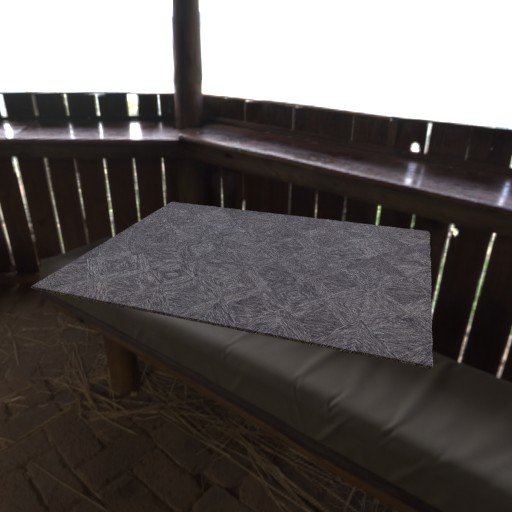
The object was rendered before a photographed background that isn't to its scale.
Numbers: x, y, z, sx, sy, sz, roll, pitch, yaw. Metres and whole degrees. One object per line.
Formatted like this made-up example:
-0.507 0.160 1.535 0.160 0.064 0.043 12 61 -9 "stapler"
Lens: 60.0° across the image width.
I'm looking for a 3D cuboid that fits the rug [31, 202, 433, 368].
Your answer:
0.000 0.000 4.306 3.204 0.017 2.448 8 26 17 "rug"
